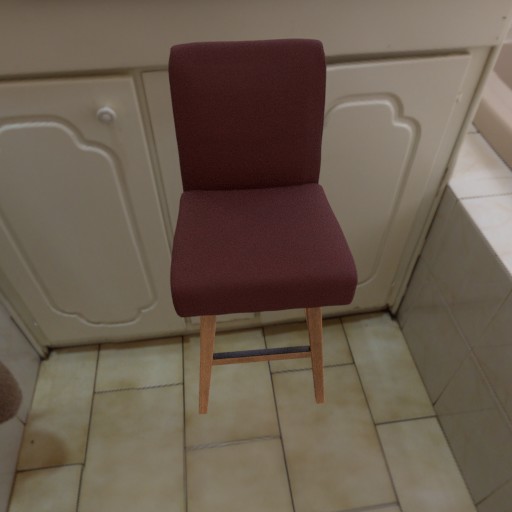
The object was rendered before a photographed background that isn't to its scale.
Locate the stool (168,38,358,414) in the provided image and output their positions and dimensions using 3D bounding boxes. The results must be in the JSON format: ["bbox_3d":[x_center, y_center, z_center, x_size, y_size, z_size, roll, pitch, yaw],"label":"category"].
[{"bbox_3d":[0.000,0.000,1.371,0.468,1.093,0.562,-4,47,-4],"label":"stool"}]
